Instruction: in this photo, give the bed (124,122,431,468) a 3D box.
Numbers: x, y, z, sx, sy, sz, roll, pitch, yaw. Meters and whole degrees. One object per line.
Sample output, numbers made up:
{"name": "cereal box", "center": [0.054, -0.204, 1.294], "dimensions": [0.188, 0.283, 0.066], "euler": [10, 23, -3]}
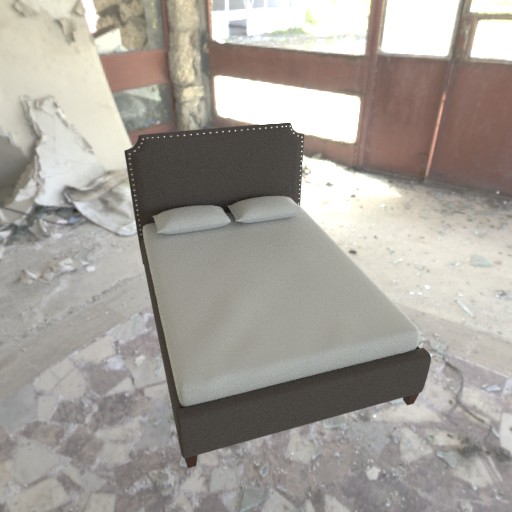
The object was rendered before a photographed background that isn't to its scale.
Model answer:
{"name": "bed", "center": [0.000, 0.000, 3.515], "dimensions": [1.713, 1.443, 2.372], "euler": [-9, 32, -15]}
